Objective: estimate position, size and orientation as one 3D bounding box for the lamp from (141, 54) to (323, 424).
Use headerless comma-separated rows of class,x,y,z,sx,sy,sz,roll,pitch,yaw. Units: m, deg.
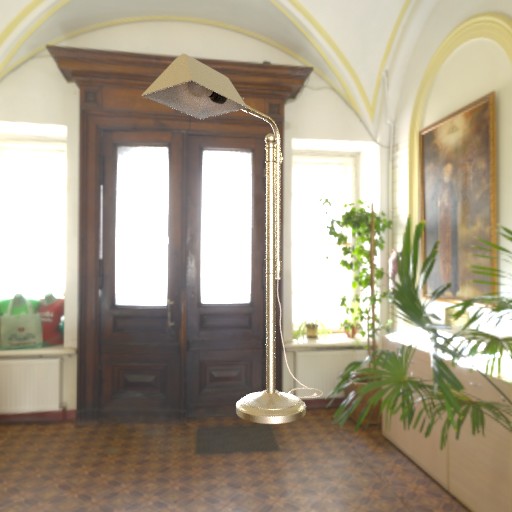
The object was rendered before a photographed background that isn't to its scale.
lamp,0.000,0.000,0.968,0.159,0.708,0.546,-1,-1,35
